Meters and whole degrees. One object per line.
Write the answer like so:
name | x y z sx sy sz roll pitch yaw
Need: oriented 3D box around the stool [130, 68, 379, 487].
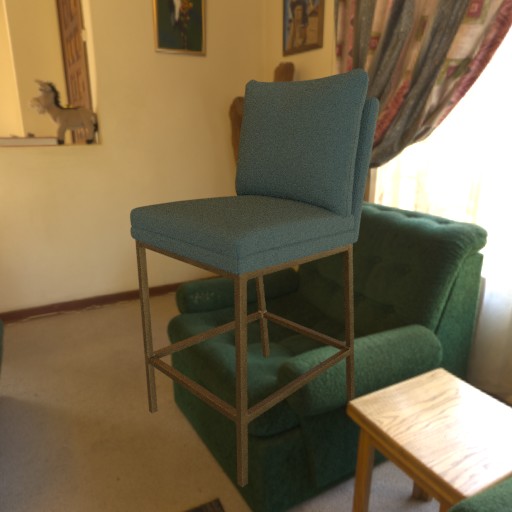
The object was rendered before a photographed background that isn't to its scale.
stool | 0.000 0.000 1.320 0.568 1.032 0.463 -16 23 -42
